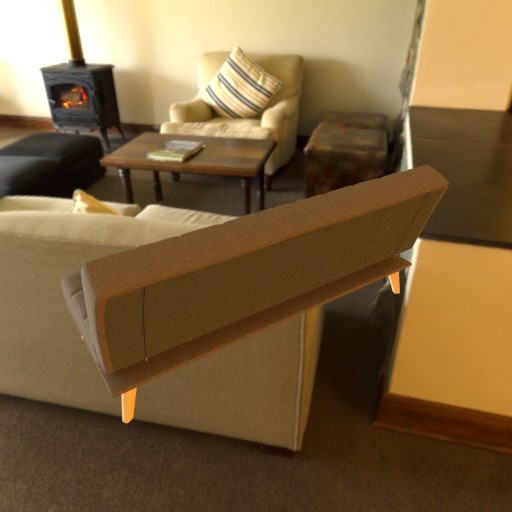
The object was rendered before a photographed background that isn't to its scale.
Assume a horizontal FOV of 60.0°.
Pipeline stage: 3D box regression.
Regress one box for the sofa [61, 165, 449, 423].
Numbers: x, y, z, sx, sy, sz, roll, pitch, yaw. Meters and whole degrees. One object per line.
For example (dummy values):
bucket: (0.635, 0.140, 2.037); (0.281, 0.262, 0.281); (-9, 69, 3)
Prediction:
sofa: (0.000, 0.000, 2.288); (1.800, 0.810, 0.860); (-19, 35, -29)
